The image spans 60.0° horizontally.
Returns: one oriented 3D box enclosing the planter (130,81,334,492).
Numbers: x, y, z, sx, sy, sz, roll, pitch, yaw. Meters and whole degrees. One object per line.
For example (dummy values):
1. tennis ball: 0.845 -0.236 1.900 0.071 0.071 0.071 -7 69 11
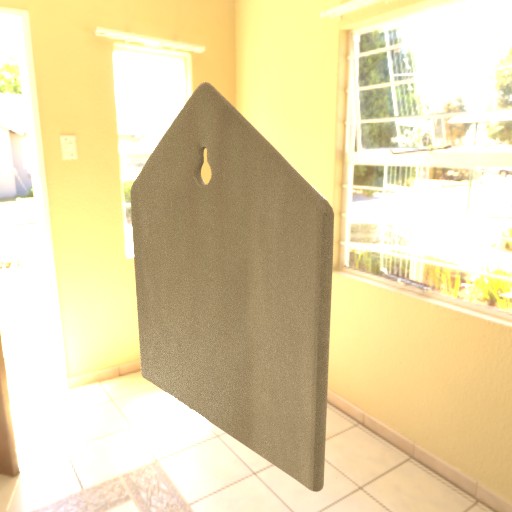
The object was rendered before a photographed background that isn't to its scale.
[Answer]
1. planter: 0.000 0.000 0.272 0.080 0.194 0.163 -13 18 -43
